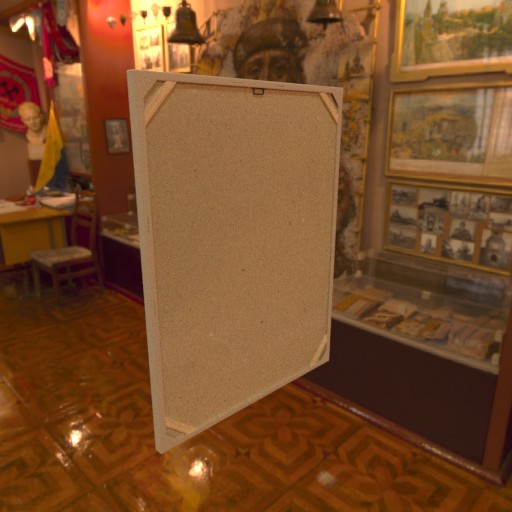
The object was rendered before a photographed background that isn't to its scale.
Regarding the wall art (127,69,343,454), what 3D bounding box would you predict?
[{"bbox_3d":[0.000,0.000,1.643,0.914,1.212,0.038,-15,22,-41],"label":"wall art"}]
